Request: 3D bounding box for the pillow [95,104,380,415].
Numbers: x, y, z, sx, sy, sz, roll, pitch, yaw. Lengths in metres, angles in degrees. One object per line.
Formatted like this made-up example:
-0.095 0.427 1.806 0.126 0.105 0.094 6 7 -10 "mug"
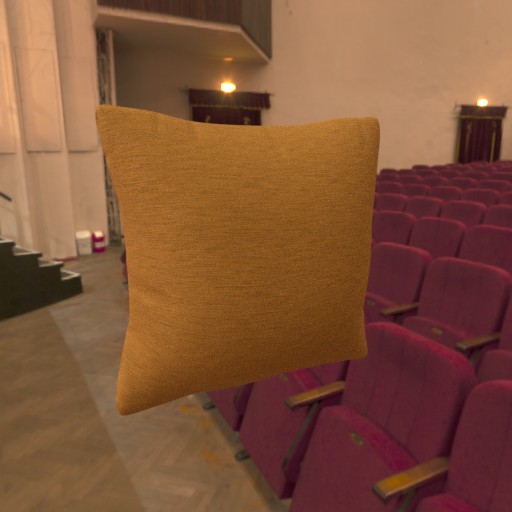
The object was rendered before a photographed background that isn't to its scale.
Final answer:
0.000 0.000 0.668 0.435 0.417 0.247 -6 14 -25 "pillow"
